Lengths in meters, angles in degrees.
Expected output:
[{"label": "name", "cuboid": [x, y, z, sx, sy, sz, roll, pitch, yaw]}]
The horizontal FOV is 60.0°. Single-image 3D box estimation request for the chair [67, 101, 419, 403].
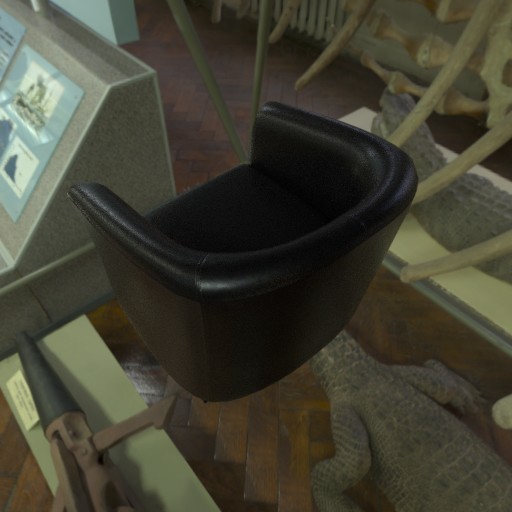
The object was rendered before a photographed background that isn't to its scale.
[{"label": "chair", "cuboid": [0.000, 0.000, 1.375, 0.793, 0.756, 0.727, -32, 54, -26]}]
